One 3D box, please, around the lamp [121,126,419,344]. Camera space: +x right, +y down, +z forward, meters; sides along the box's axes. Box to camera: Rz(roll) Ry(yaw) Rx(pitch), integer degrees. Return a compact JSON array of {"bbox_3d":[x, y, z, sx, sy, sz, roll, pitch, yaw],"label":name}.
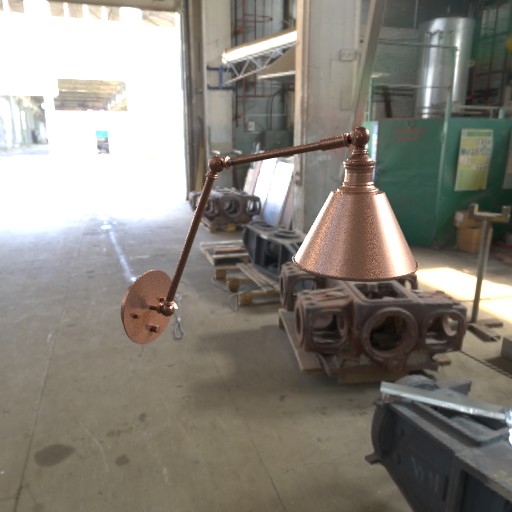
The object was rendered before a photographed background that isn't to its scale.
[{"bbox_3d":[0.000,0.000,0.902,0.624,0.502,0.223,8,17,26],"label":"lamp"}]
